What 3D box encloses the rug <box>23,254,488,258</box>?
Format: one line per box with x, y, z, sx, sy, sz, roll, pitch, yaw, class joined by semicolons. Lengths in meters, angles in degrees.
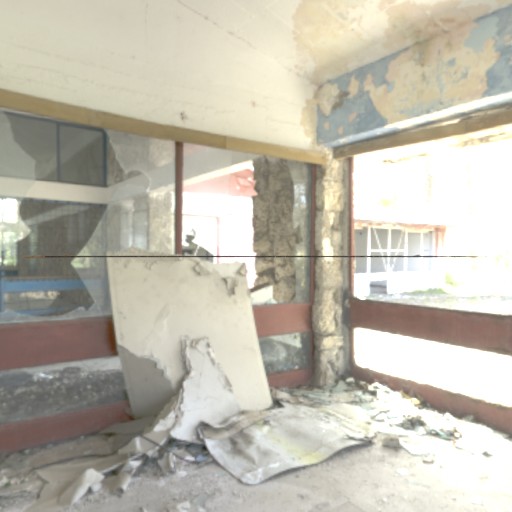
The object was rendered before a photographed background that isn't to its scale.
0.000;0.000;1.904;1.541;0.013;0.920;0;0;0;rug
